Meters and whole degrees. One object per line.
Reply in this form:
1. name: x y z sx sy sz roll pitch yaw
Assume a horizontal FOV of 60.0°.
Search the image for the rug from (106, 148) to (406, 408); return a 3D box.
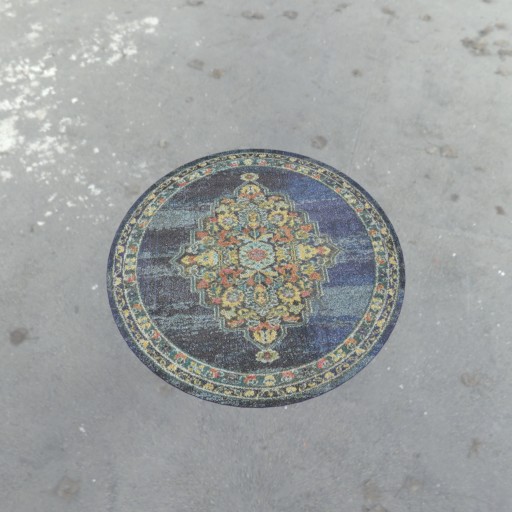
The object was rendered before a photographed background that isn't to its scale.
1. rug: 0.000 0.000 3.589 2.386 0.014 2.386 0 59 0
